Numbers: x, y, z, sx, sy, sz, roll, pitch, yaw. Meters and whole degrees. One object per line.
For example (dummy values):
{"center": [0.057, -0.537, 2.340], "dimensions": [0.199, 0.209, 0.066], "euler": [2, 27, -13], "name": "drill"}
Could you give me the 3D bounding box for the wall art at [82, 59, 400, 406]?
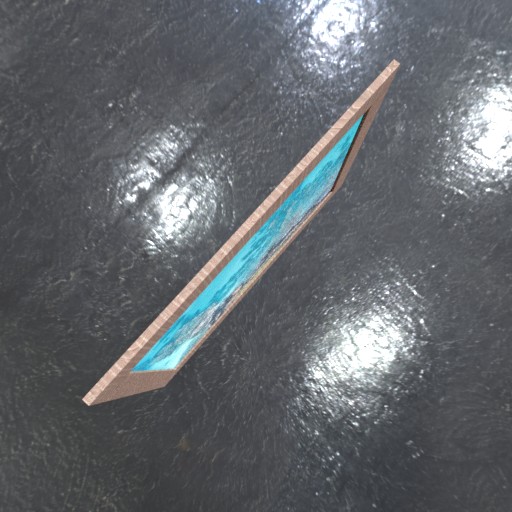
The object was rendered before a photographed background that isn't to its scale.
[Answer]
{"center": [0.000, 0.000, 1.361], "dimensions": [0.020, 0.761, 1.056], "euler": [40, 80, 9], "name": "wall art"}
